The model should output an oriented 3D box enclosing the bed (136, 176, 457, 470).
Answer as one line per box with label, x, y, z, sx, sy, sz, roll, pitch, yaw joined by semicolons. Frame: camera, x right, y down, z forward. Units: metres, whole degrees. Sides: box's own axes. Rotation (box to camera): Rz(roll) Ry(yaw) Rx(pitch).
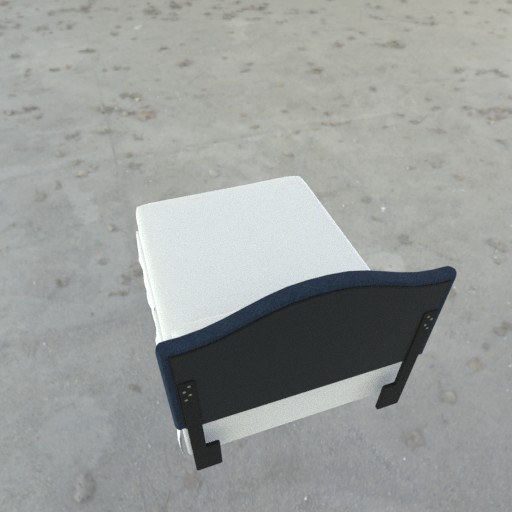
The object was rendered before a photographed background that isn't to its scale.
bed;0.000;0.000;3.328;1.725;1.518;2.153;-13;45;-13
